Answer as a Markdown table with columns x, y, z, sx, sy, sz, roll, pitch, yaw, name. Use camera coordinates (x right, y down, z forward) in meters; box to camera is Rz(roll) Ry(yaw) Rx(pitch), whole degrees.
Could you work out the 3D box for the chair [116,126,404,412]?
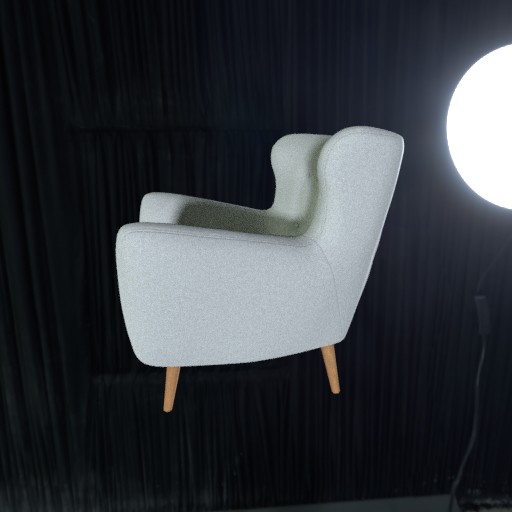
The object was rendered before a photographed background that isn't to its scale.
| x | y | z | sx | sy | sz | roll | pitch | yaw | name |
| --- | --- | --- | --- | --- | --- | --- | --- | --- | --- |
| 0.000 | 0.000 | 1.630 | 0.889 | 0.889 | 0.890 | -2 | 14 | -9 | chair |
